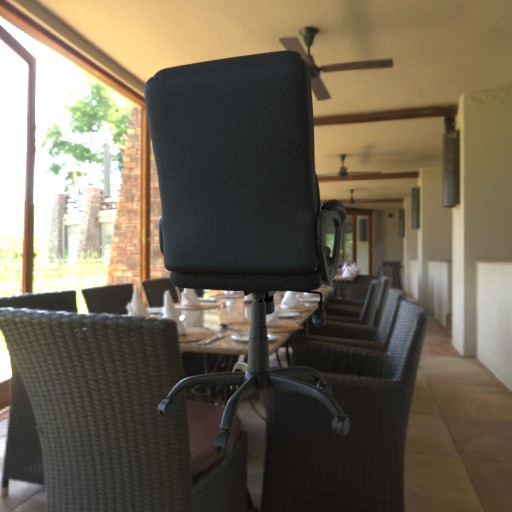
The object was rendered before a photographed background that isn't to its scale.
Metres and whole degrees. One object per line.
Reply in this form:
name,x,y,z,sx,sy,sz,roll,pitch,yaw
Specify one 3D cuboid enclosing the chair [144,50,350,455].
chair,0.000,0.000,1.468,0.615,1.072,0.655,0,0,18
